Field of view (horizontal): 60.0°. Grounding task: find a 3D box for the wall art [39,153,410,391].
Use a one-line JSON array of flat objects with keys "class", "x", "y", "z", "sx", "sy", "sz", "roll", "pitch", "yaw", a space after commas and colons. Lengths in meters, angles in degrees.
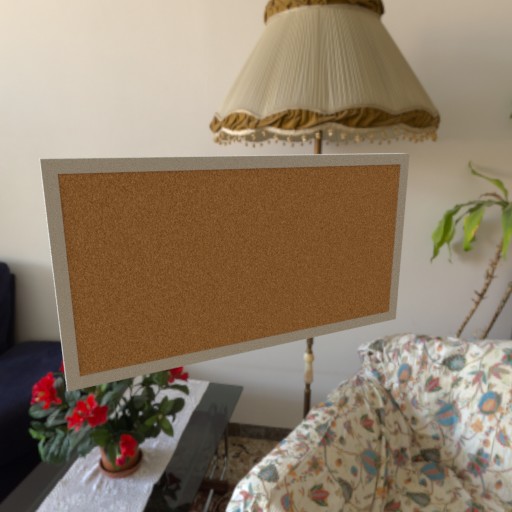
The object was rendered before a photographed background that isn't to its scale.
[{"class": "wall art", "x": 0.000, "y": 0.000, "z": 0.974, "sx": 0.812, "sy": 0.431, "sz": 0.038, "roll": -7, "pitch": 16, "yaw": -25}]
